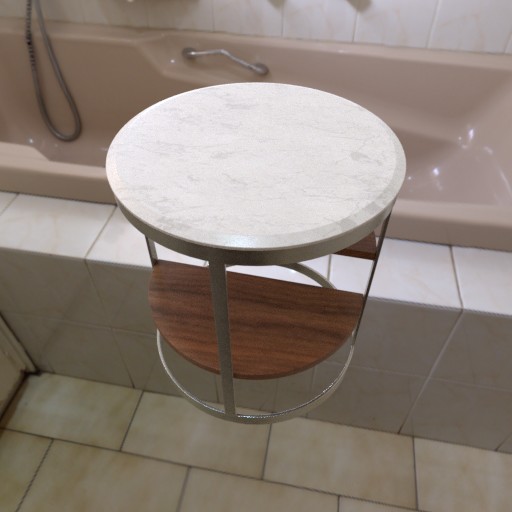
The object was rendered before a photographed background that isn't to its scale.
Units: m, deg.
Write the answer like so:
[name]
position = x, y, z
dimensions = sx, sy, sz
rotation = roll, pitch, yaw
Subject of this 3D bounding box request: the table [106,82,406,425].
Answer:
[table]
position = 0.000, 0.000, 0.771
dimensions = 0.407, 0.447, 0.407
rotation = 0, 45, 0
